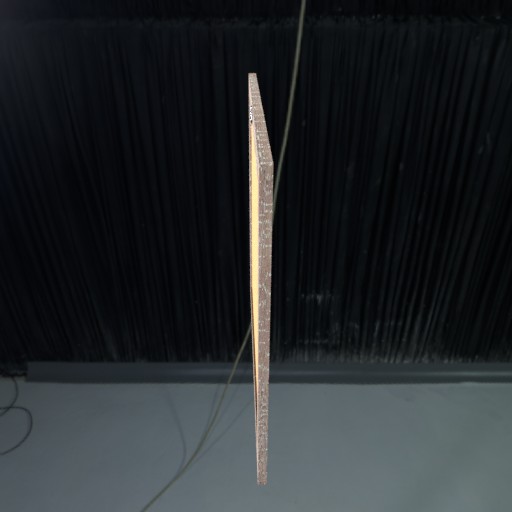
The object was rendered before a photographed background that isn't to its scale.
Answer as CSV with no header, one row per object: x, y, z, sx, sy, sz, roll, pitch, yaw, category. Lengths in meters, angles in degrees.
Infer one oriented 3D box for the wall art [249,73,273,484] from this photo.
0.000,0.000,0.576,0.012,0.384,0.384,-1,31,-2,wall art
